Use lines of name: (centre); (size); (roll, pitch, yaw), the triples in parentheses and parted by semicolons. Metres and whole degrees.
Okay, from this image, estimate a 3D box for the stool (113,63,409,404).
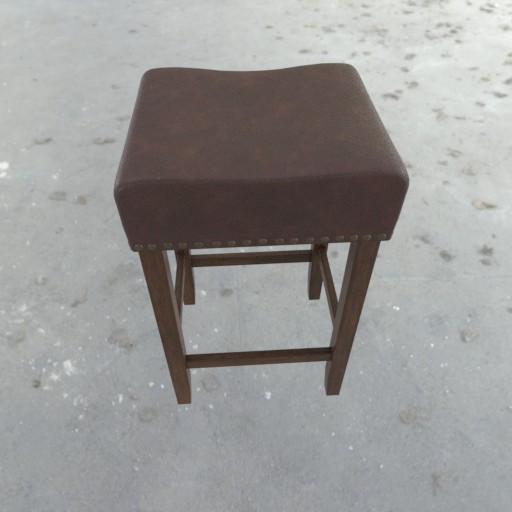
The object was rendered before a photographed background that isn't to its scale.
stool: (0.000, 0.000, 1.074); (0.465, 0.769, 0.401); (-3, 47, -2)
